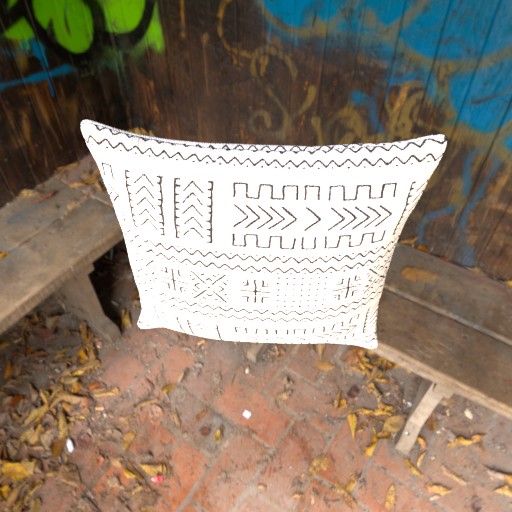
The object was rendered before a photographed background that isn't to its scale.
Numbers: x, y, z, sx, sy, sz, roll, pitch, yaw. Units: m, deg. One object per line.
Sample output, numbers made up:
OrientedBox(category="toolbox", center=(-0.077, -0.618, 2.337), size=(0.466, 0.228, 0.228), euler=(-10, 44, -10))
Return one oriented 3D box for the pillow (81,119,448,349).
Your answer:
OrientedBox(category="pillow", center=(0.000, 0.000, 0.665), size=(0.438, 0.430, 0.164), euler=(4, 46, 4))
